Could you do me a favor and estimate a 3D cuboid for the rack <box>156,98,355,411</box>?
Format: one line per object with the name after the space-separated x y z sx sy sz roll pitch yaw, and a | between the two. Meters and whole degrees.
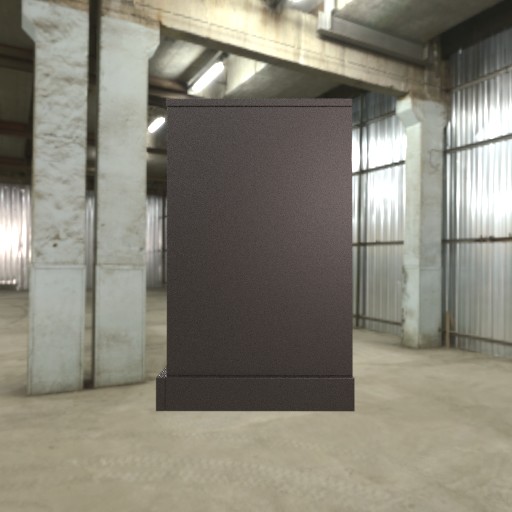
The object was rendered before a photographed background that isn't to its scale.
0.000 0.000 1.495 0.399 0.635 1.206 0 -1 0 | rack
